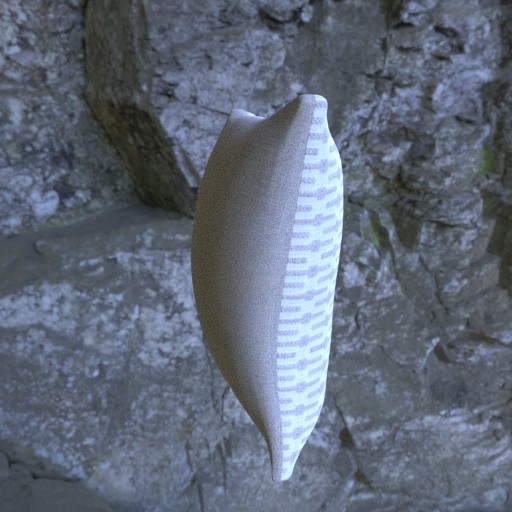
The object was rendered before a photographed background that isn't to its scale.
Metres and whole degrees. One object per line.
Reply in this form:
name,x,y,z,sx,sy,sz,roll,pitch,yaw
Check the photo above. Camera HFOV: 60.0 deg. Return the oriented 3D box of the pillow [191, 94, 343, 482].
pillow,0.000,0.000,0.755,0.219,0.491,0.496,-3,17,-11
